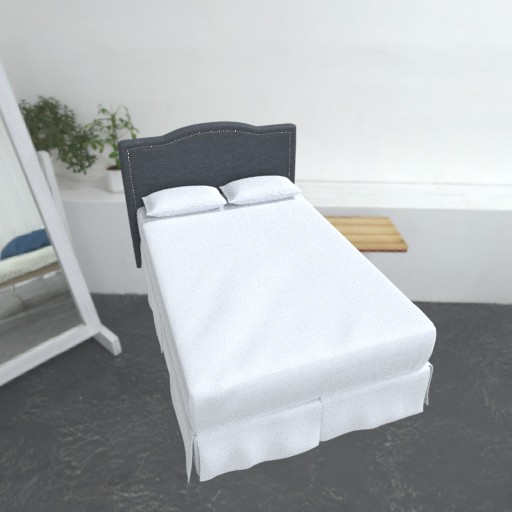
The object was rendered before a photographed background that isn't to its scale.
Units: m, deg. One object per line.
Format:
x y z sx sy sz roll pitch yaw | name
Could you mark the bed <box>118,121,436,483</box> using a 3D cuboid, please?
0.000 0.000 3.465 1.747 1.441 2.507 -11 34 -16 | bed
